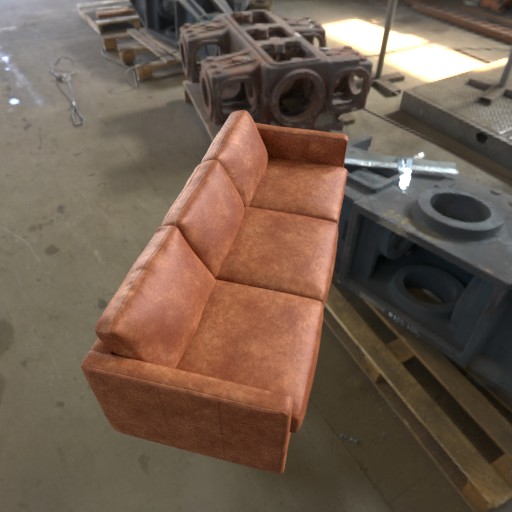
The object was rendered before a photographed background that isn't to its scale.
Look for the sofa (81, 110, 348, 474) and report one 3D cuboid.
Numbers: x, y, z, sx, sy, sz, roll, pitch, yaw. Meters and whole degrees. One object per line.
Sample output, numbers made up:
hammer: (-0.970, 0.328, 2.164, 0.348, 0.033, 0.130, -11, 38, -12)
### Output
sofa: (0.000, 0.000, 2.983, 1.045, 1.006, 2.464, 10, 45, 10)
